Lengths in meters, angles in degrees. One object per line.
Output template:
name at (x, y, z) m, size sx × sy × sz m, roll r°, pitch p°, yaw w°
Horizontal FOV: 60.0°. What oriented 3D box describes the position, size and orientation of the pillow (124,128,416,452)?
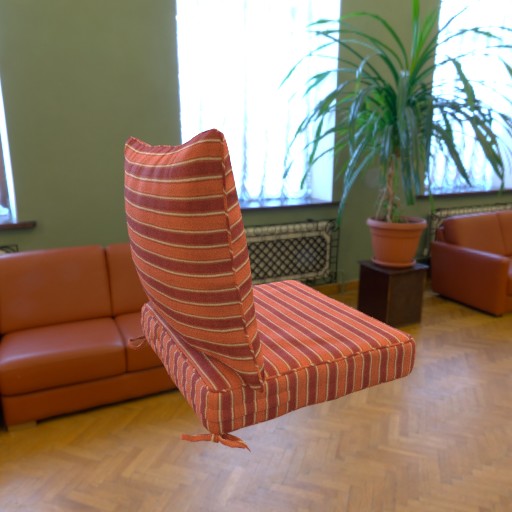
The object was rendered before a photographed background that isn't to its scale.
pillow at (0.000, 0.000, 1.367) m, size 0.733 × 0.723 × 0.799 m, roll -7°, pitch 15°, yaw -27°
